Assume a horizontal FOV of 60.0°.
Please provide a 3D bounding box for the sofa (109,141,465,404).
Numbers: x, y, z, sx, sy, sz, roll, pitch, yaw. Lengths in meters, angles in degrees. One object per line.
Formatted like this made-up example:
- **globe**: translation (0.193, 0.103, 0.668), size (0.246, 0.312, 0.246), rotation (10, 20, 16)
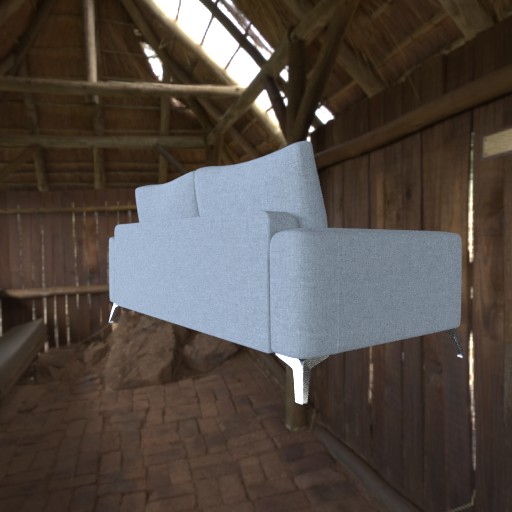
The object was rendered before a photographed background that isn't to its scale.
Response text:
- **sofa**: translation (0.000, 0.000, 2.154), size (0.920, 0.790, 1.650), rotation (-1, 2, -37)
